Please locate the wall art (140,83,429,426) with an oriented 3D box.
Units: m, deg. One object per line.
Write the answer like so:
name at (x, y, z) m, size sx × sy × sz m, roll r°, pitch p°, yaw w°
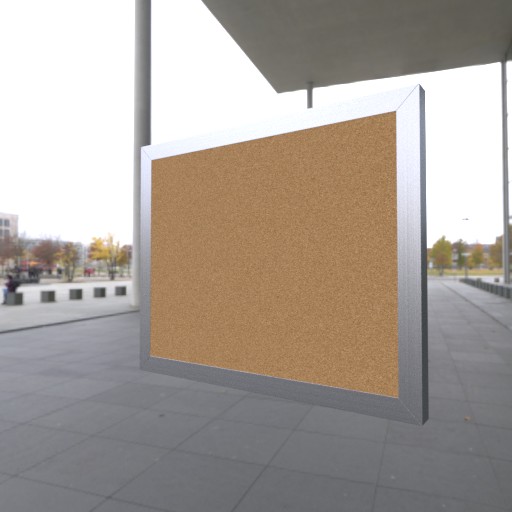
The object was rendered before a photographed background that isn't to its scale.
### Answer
wall art at (0.000, 0.000, 0.761) m, size 0.557 × 0.456 × 0.032 m, roll -1°, pitch -2°, yaw 35°
